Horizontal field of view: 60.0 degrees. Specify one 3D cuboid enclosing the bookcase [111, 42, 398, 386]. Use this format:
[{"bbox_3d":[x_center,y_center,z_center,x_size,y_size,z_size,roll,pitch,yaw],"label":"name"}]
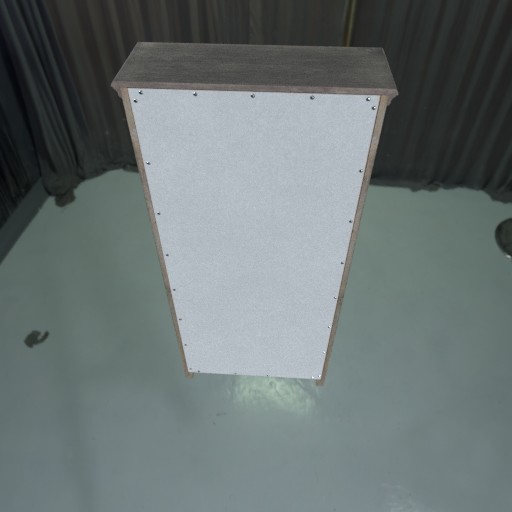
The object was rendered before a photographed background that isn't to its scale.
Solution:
[{"bbox_3d":[0.000,0.000,2.175,0.906,1.880,0.348,3,46,3],"label":"bookcase"}]
